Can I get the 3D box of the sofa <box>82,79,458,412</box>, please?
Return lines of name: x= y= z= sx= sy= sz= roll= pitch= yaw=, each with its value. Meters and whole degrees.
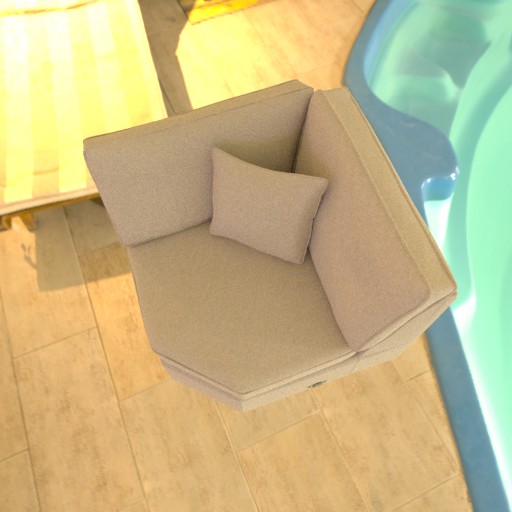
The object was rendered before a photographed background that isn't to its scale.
sofa: x=0.000 y=0.000 z=1.834 sx=1.050 sy=0.937 sz=1.042 roll=-16 pitch=63 yaw=-9
